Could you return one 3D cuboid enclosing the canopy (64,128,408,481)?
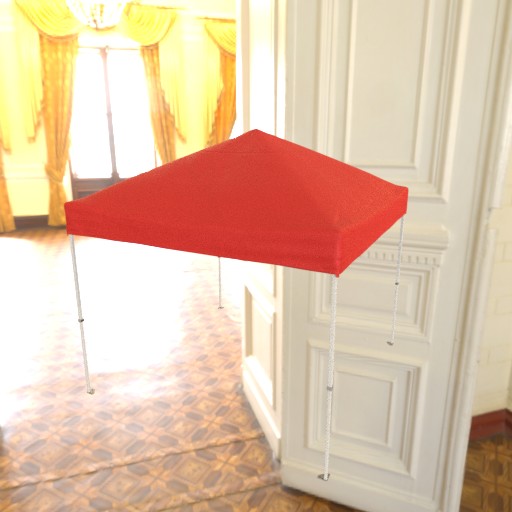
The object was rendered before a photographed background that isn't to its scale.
[{"bbox_3d":[0.000,0.000,5.420,2.996,2.997,2.998,8,18,26],"label":"canopy"}]
